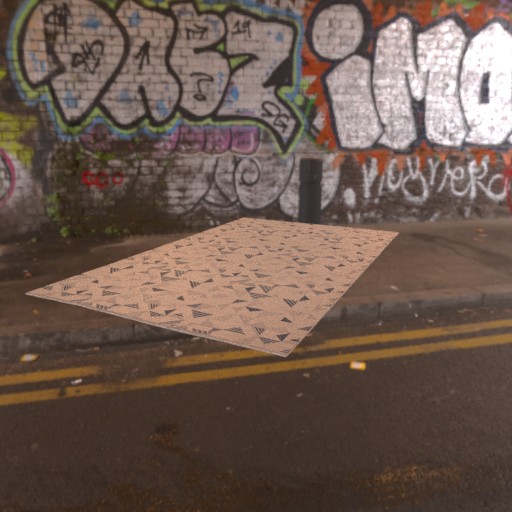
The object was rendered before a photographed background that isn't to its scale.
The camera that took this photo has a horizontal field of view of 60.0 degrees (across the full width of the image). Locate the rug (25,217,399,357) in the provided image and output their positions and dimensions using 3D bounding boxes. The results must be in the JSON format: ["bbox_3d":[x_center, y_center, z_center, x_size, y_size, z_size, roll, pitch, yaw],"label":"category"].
[{"bbox_3d":[0.000,0.000,3.080,1.512,0.009,2.457,8,17,26],"label":"rug"}]
